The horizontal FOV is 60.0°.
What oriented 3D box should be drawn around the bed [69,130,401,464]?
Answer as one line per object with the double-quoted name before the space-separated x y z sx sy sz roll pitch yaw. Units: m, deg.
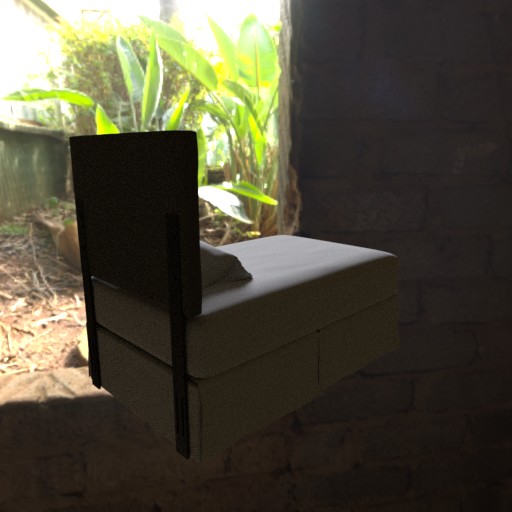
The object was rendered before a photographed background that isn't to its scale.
"bed" 0.000 0.000 3.038 1.997 1.571 1.261 -13 18 -44
